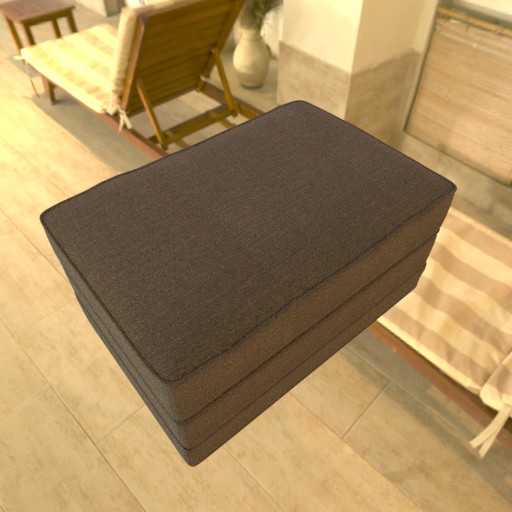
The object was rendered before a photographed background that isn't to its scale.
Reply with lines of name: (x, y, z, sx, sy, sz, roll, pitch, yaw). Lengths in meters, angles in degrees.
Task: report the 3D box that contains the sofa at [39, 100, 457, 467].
sofa: (0.000, 0.000, 1.192, 0.854, 0.457, 0.578, -31, 55, -26)
